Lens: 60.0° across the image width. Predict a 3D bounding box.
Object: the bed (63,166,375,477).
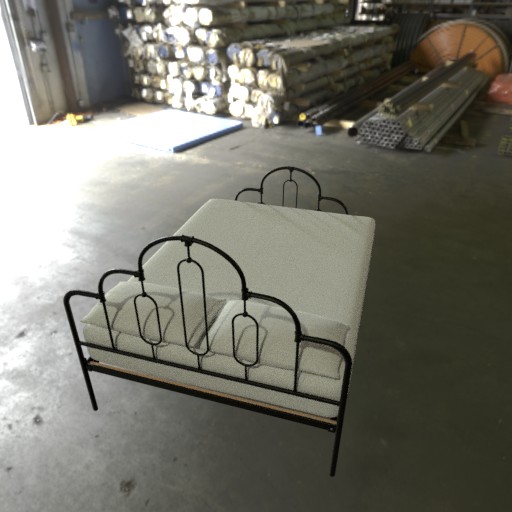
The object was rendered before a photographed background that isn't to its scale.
[{"bbox_3d":[0.000,0.000,3.277,1.626,1.444,2.181,9,32,15],"label":"bed"}]
